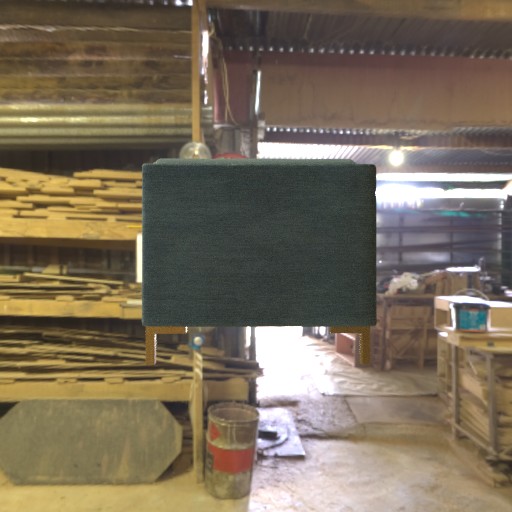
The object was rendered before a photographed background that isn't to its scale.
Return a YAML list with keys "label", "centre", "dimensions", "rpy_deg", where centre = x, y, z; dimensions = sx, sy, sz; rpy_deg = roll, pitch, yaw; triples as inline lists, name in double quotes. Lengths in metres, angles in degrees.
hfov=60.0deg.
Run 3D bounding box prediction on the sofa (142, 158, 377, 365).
- label: "sofa"
  centre: [0.000, 0.000, 2.473]
  dimensions: [0.796, 0.705, 2.102]
  rpy_deg: [0, 0, 0]
